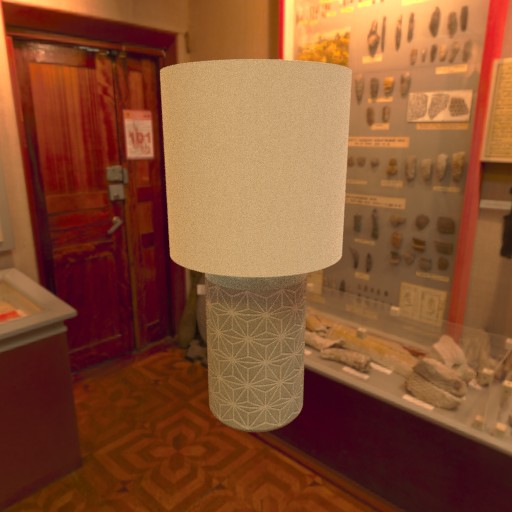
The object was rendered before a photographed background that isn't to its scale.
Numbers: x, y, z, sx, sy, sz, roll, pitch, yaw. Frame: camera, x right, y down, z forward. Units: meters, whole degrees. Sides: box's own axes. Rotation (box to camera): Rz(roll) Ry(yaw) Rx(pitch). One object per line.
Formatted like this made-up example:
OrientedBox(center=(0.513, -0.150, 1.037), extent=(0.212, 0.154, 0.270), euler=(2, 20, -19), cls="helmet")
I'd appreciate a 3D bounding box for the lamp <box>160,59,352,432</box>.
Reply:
OrientedBox(center=(0.000, 0.000, 0.543), extent=(0.206, 0.416, 0.206), euler=(15, 22, 42), cls="lamp")
